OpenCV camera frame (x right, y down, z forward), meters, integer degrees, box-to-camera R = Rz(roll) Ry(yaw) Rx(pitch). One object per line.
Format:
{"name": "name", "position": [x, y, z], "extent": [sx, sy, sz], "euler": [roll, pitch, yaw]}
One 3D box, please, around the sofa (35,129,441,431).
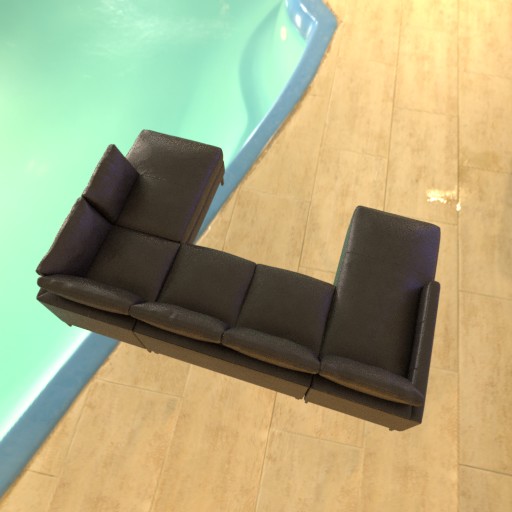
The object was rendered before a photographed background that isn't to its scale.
{"name": "sofa", "position": [0.000, 0.000, 3.745], "extent": [2.956, 0.900, 1.939], "euler": [16, 64, 8]}
